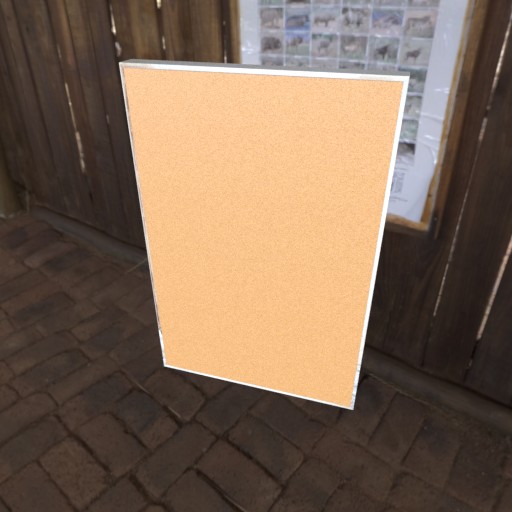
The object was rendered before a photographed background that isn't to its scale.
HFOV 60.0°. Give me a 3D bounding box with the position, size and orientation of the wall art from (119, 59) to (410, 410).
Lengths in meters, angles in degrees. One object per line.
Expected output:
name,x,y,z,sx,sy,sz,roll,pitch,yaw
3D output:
wall art,0.000,0.000,0.765,0.403,0.607,0.036,9,32,14
